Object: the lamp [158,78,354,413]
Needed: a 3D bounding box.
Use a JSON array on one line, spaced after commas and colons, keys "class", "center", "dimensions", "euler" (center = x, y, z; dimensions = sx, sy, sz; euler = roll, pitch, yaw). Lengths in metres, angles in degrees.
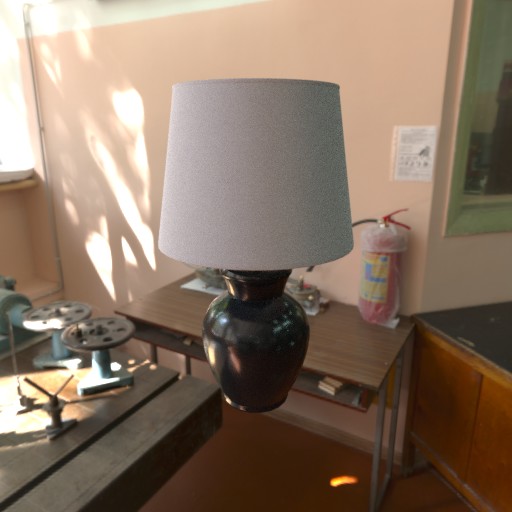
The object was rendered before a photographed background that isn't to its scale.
[{"class": "lamp", "center": [0.000, 0.000, 0.559], "dimensions": [0.239, 0.399, 0.239], "euler": [0, 16, 0]}]
